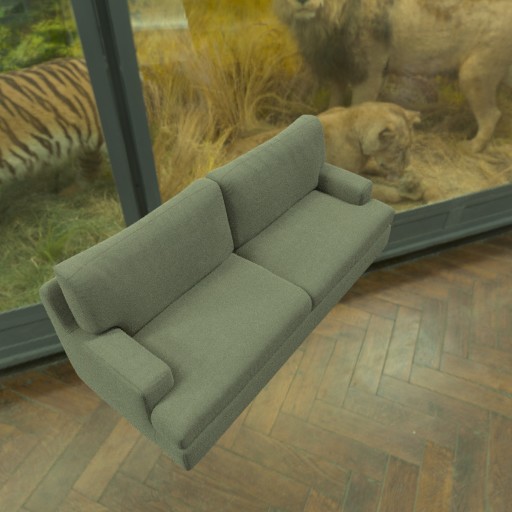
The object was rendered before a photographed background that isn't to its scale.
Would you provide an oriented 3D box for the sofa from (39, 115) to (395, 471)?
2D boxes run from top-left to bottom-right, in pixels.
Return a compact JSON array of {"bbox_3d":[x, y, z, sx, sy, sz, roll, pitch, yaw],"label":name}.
[{"bbox_3d":[0.000,0.000,2.873,0.962,0.980,2.354,28,49,27],"label":"sofa"}]
